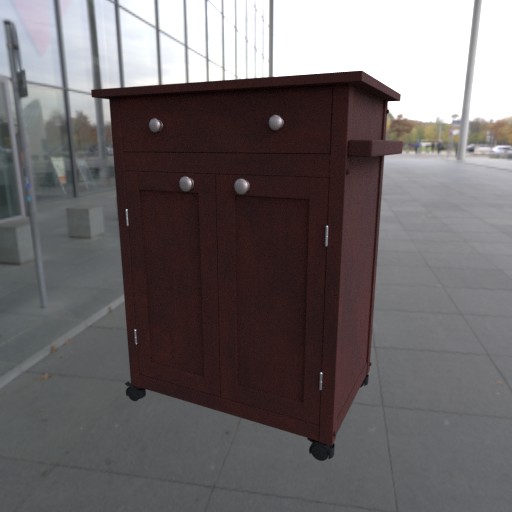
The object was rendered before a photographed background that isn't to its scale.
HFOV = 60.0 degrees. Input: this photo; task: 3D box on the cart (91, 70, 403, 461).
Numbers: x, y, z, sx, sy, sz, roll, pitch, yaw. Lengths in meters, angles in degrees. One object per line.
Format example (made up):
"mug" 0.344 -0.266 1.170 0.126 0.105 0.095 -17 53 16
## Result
"cart" 0.000 0.000 1.236 0.683 0.864 0.442 7 16 25
